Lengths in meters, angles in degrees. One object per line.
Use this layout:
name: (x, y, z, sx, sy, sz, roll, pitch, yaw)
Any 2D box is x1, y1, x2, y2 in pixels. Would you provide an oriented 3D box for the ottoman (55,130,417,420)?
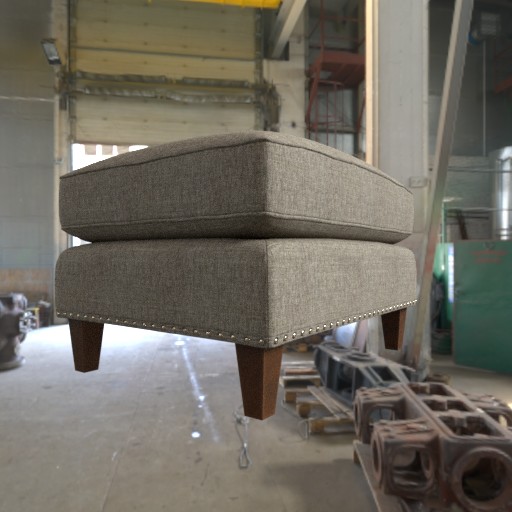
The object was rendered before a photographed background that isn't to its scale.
ottoman: (0.000, 0.000, 1.110, 0.584, 0.513, 0.741, 0, 0, 36)
